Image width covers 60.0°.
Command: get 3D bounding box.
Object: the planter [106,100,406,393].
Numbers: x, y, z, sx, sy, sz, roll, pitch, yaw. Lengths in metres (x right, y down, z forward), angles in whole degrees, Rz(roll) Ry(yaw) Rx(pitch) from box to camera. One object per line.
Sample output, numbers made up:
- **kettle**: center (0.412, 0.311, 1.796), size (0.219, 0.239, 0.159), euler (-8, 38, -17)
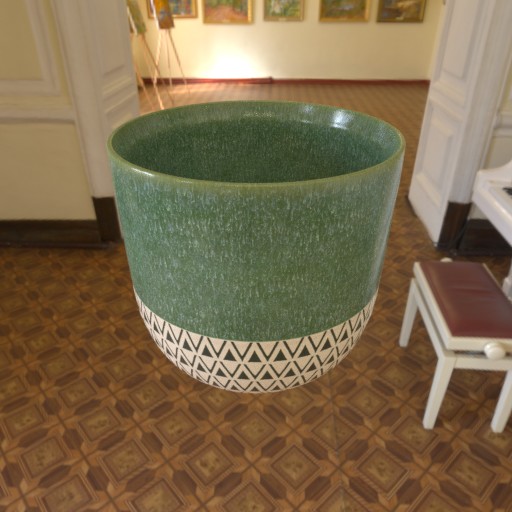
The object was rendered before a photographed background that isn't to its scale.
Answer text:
- **planter**: center (0.000, 0.000, 0.478), size (0.266, 0.270, 0.266), euler (0, 31, 0)
